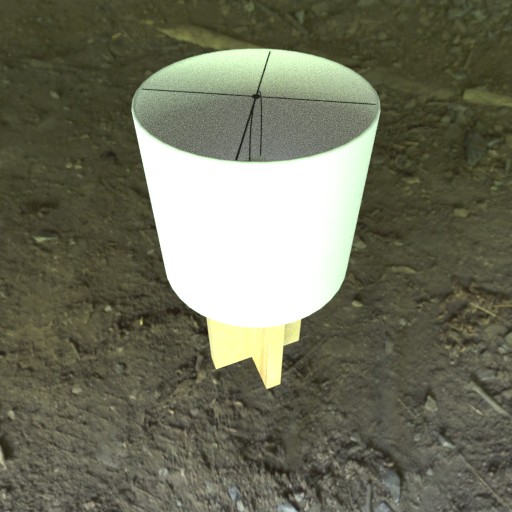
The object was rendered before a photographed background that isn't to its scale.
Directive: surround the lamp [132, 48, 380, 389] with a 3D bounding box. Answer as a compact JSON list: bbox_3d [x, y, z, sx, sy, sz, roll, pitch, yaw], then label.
[{"bbox_3d":[0.000,0.000,0.565,0.229,0.428,0.229,-16,47,-15],"label":"lamp"}]
